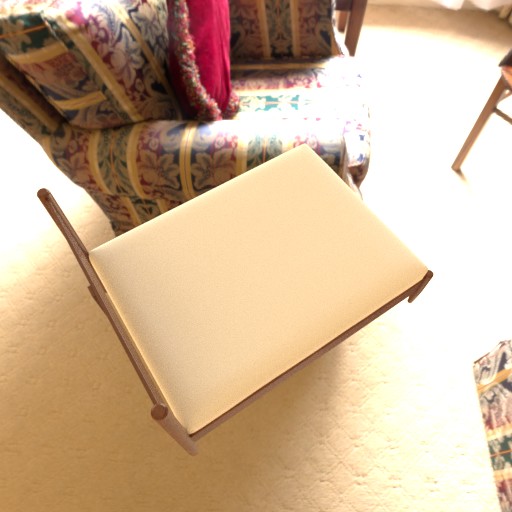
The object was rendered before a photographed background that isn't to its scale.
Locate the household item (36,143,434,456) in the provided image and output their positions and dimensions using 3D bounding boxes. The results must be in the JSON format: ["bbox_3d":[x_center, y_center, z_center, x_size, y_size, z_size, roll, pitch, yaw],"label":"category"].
[{"bbox_3d":[0.000,0.000,3.310,2.232,1.356,1.663,-30,64,-16],"label":"household item"}]
